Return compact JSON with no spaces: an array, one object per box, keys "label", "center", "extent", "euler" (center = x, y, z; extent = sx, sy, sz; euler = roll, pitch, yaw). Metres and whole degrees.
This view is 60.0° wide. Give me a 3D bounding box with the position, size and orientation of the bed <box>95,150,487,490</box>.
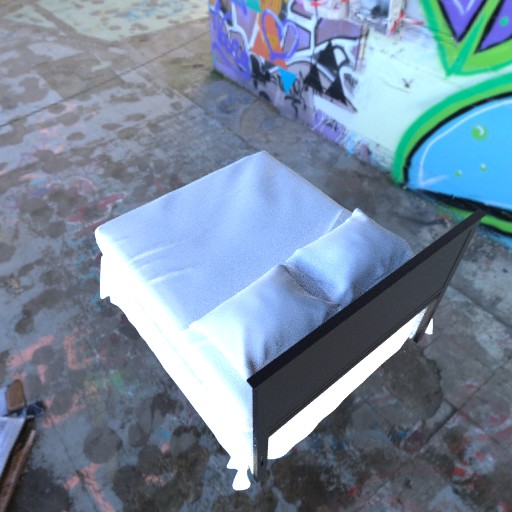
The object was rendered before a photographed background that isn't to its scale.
[{"label":"bed","center":[0.000,0.000,3.093],"extent":[1.870,1.270,2.050],"euler":[-31,54,-25]}]
